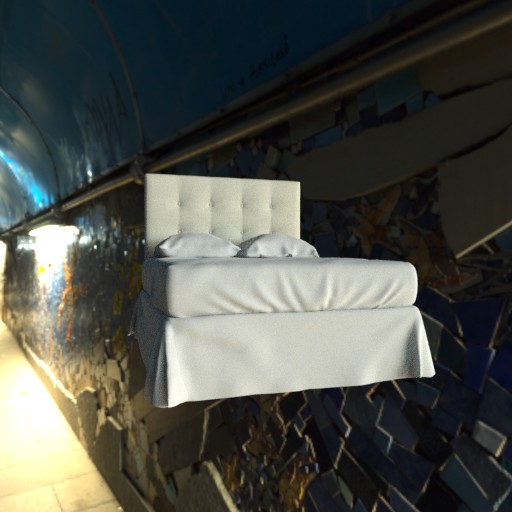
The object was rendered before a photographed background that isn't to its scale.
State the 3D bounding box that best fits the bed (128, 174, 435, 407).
[{"bbox_3d":[0.000,0.000,3.600,1.936,1.577,2.222,0,1,-18],"label":"bed"}]
